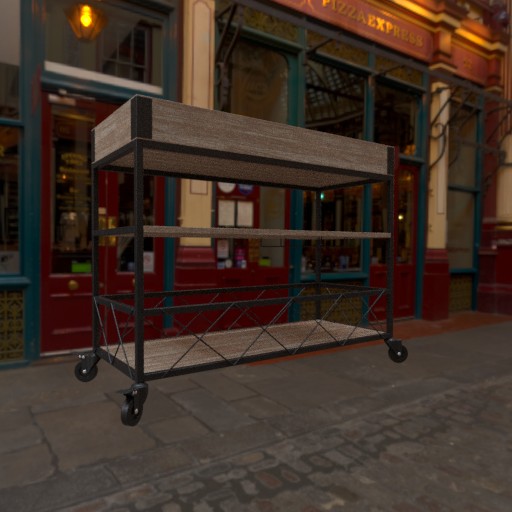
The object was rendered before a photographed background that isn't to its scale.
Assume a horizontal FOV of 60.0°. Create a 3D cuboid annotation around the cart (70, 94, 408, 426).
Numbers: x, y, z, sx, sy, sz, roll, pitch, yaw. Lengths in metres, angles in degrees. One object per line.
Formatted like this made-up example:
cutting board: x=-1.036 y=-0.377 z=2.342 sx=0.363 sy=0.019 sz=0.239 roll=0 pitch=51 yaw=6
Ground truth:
cart: x=0.000 y=0.000 z=1.508 sx=1.101 sy=0.787 sz=0.500 roll=-1 pitch=1 yaw=-35
